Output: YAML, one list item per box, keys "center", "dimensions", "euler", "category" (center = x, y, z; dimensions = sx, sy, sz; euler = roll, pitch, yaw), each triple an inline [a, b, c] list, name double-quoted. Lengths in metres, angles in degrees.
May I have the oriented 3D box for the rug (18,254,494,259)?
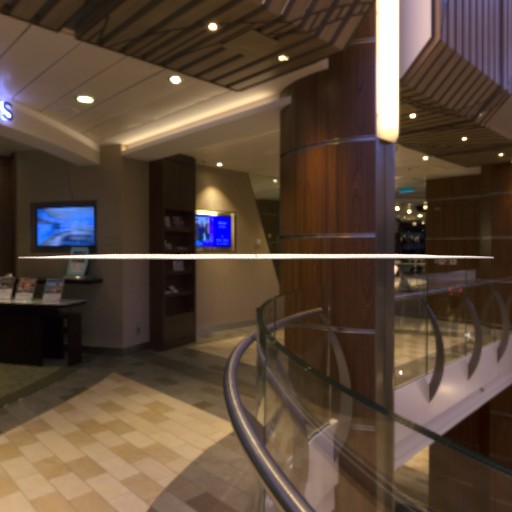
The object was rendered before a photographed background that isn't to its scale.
- center: [0.000, 0.000, 3.034]
  dimensions: [2.442, 0.016, 1.527]
  euler: [0, 1, 0]
  category: "rug"
